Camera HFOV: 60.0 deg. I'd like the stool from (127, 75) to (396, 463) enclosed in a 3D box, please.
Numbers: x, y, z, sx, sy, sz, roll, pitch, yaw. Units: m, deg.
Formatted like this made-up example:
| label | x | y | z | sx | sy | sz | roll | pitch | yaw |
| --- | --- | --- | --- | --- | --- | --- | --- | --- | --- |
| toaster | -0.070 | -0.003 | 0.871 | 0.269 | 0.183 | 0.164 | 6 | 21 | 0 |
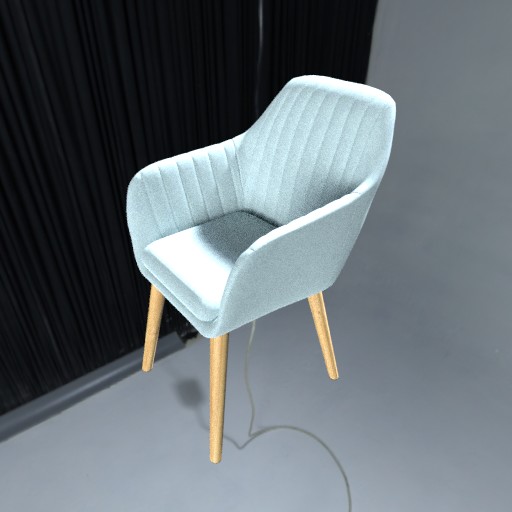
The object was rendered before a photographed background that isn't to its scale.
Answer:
| label | x | y | z | sx | sy | sz | roll | pitch | yaw |
| --- | --- | --- | --- | --- | --- | --- | --- | --- | --- |
| stool | 0.000 | 0.000 | 1.197 | 0.590 | 0.830 | 0.503 | -23 | 39 | -31 |
